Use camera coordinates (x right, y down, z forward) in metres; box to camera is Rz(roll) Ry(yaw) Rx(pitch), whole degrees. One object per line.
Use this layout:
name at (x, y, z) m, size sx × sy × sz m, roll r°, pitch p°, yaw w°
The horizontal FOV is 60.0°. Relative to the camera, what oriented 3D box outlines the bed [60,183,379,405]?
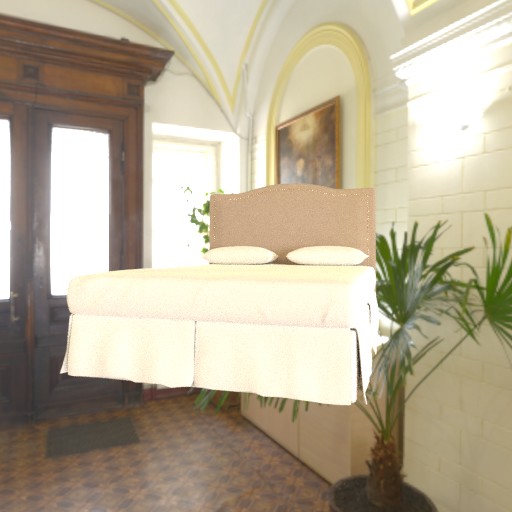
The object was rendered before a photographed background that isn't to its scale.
bed at (0.000, 0.000, 3.459) m, size 1.821 × 1.436 × 2.282 m, roll 0°, pitch 1°, yaw 17°
